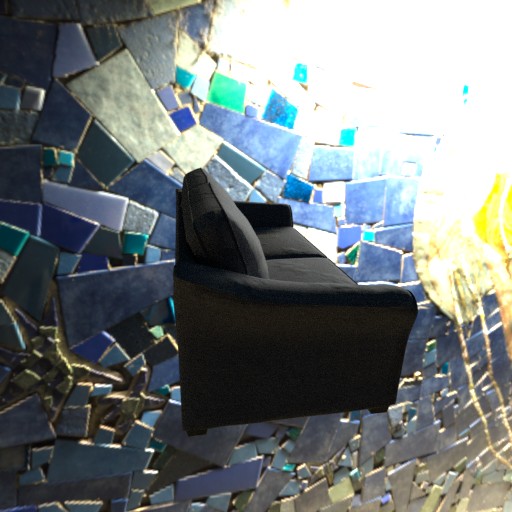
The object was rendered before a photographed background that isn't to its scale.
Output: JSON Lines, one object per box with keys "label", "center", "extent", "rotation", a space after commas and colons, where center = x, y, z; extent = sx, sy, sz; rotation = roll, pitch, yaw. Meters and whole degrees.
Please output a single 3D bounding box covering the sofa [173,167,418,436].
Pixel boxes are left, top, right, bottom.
{"label": "sofa", "center": [0.000, 0.000, 2.746], "extent": [0.971, 0.950, 2.270], "rotation": [-3, 17, -9]}
